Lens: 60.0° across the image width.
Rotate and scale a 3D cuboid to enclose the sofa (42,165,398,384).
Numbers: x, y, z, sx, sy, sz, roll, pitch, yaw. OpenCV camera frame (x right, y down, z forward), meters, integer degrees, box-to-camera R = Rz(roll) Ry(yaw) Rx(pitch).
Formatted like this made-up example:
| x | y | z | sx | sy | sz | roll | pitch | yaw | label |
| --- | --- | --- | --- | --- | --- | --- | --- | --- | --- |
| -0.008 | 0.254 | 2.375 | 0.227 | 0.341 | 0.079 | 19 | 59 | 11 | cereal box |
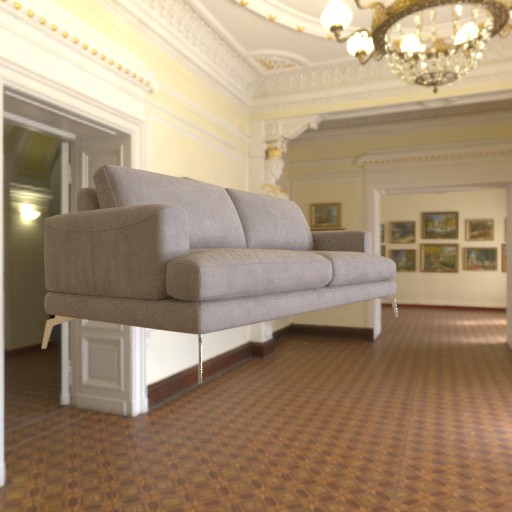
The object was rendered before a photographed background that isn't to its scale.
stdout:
| x | y | z | sx | sy | sz | roll | pitch | yaw | label |
| --- | --- | --- | --- | --- | --- | --- | --- | --- | --- |
| 0.000 | 0.000 | 2.514 | 0.980 | 0.830 | 2.013 | 0 | 0 | 35 | sofa |
